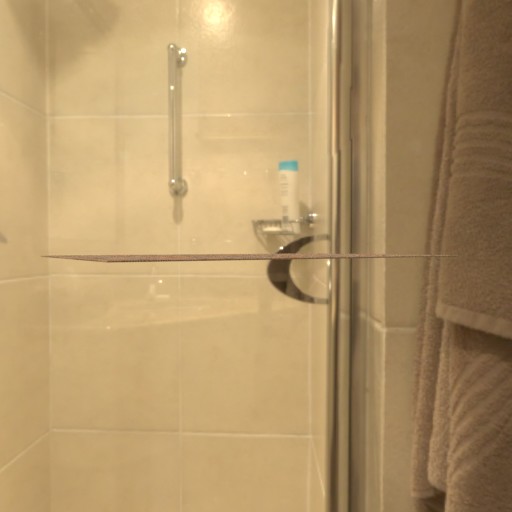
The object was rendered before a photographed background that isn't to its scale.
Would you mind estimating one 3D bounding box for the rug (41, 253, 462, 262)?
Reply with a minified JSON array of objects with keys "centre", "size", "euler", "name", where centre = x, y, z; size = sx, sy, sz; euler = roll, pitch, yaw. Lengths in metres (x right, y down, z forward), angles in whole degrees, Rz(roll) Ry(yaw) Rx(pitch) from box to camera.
[{"centre":[0.000,0.000,3.007],"size":[2.427,0.007,1.515],"euler":[-1,1,-35],"name":"rug"}]
